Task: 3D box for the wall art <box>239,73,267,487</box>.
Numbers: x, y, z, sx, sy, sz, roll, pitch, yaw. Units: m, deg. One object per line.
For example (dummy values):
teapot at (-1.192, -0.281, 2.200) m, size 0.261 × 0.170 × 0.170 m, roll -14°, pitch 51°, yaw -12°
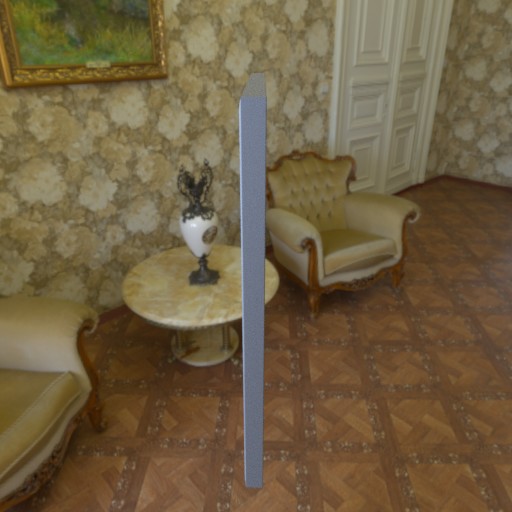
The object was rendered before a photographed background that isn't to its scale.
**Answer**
wall art at (0.000, 0.000, 0.759) m, size 0.029 × 0.558 × 0.458 m, roll 0°, pitch 25°, yaw 1°
